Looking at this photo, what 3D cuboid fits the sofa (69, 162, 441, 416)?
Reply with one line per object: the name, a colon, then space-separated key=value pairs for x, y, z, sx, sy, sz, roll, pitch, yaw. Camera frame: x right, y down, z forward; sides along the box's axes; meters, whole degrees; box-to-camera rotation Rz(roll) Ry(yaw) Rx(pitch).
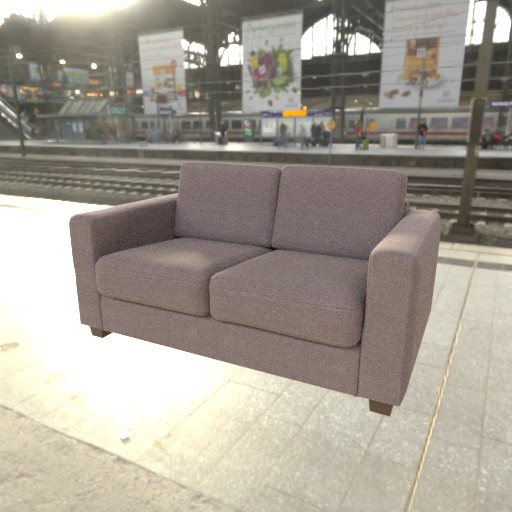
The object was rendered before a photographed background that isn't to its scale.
sofa: x=0.000 y=0.000 z=2.067 sx=1.520 sy=0.800 sz=0.900 roll=8 pitch=18 yaw=25
